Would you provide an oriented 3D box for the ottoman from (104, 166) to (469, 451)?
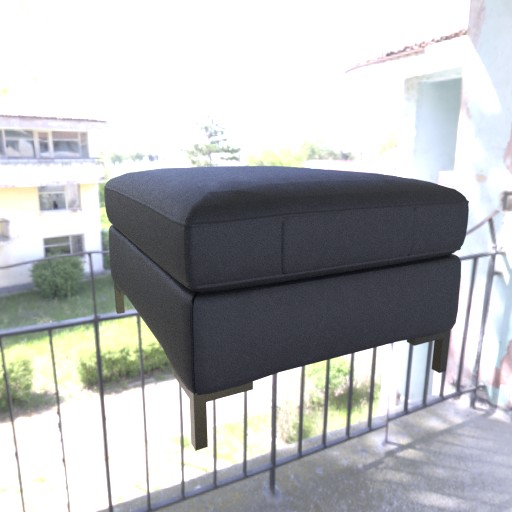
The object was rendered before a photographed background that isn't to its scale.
[{"bbox_3d":[0.000,0.000,1.771,0.967,0.696,1.187,-7,15,-26],"label":"ottoman"}]
